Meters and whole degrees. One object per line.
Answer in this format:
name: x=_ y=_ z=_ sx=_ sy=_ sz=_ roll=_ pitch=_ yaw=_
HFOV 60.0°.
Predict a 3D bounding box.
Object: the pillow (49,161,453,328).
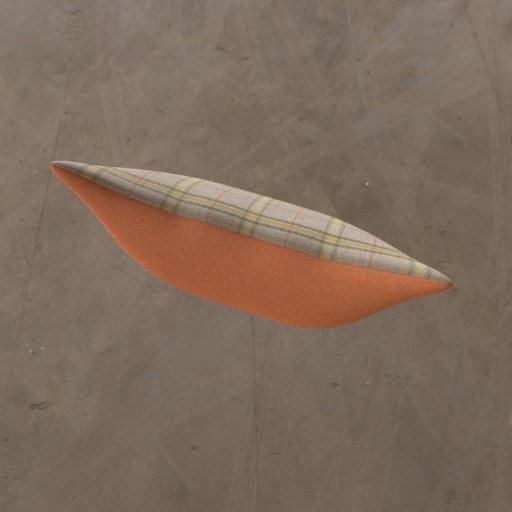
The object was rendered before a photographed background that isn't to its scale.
pillow: x=0.000 y=0.000 z=0.685 sx=0.453 sy=0.430 sz=0.200 roll=17 pitch=67 yaw=8
